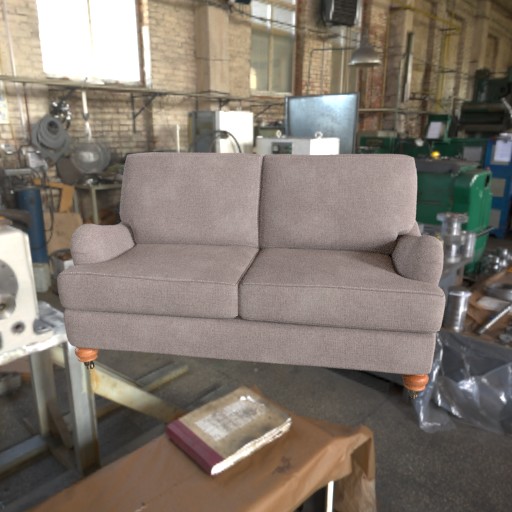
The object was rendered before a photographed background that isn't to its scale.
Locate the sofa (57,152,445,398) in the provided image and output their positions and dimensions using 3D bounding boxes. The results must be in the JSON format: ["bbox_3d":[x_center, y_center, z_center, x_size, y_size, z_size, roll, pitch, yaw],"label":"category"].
[{"bbox_3d":[0.000,0.000,2.487,1.853,1.101,1.084,3,16,9],"label":"sofa"}]
